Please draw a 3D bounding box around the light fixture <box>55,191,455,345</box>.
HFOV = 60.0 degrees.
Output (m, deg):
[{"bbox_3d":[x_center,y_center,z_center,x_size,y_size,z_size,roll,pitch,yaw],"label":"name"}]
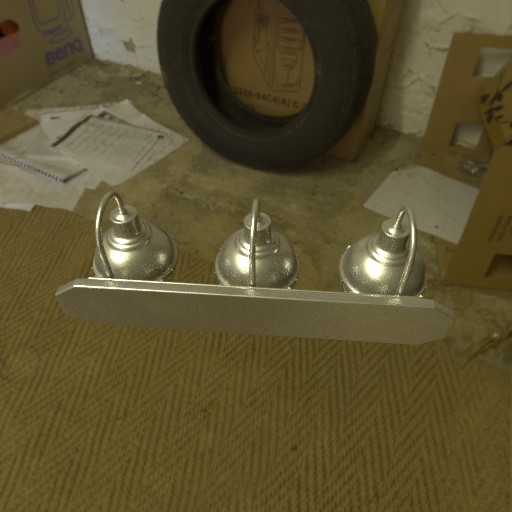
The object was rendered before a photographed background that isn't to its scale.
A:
[{"bbox_3d":[0.000,0.000,0.778,0.634,0.254,0.229,3,47,3],"label":"light fixture"}]
